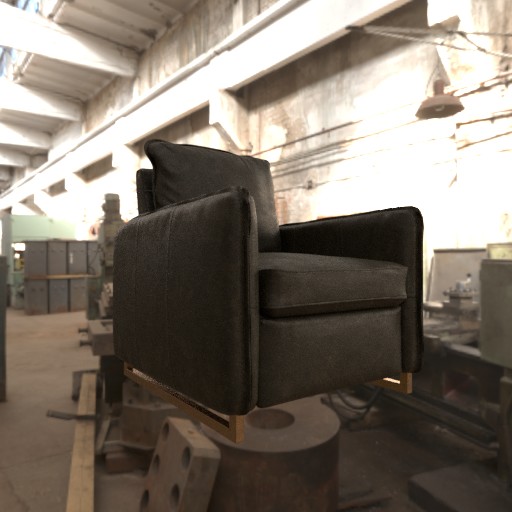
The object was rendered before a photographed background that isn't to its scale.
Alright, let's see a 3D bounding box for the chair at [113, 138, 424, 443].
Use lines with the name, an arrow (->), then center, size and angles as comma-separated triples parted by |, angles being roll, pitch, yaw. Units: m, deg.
chair -> 0.000, 0.000, 1.619 | 0.830, 0.921, 0.921 | 0, 0, -36
